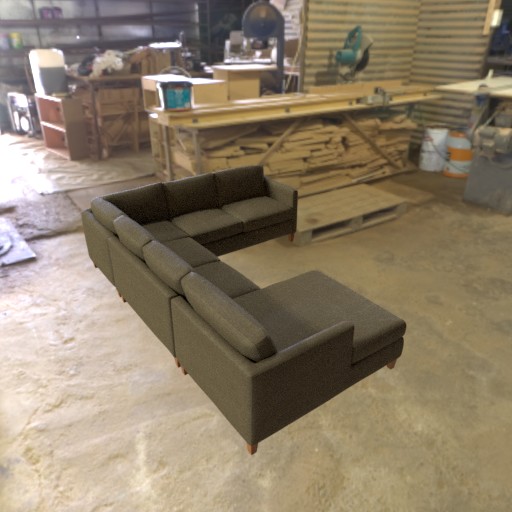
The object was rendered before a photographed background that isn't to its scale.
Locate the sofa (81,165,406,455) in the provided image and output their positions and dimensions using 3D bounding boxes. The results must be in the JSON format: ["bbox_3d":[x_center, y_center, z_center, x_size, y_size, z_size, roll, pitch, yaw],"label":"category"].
[{"bbox_3d":[0.000,0.000,4.685,2.594,0.961,3.460,-18,32,-31],"label":"sofa"}]
